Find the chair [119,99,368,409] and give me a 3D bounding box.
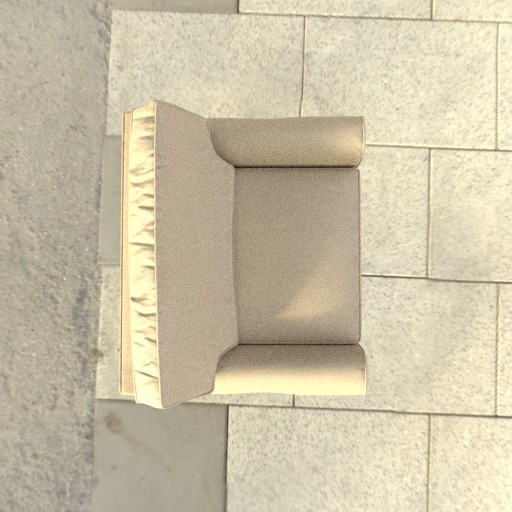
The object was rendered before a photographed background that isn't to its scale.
[{"bbox_3d":[0.000,0.000,1.805,0.903,0.937,1.096,0,88,1],"label":"chair"}]
